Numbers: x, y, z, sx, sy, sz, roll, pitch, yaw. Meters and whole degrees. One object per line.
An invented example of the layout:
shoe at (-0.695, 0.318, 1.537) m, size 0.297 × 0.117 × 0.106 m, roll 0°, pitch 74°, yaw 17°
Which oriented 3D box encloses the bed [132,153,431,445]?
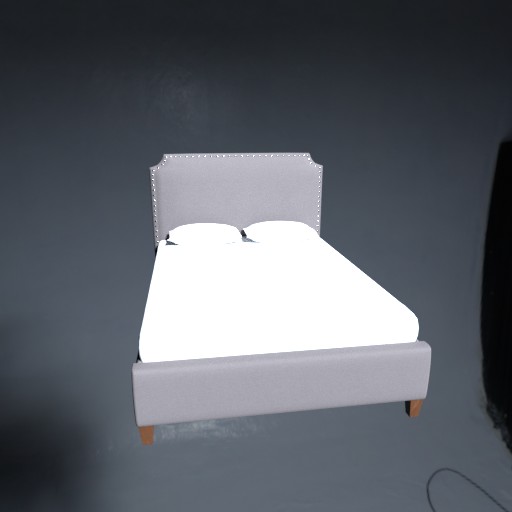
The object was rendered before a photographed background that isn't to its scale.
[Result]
bed at (0.000, 0.000, 3.455) m, size 1.713 × 1.443 × 2.372 m, roll -2°, pitch 16°, yaw -9°
